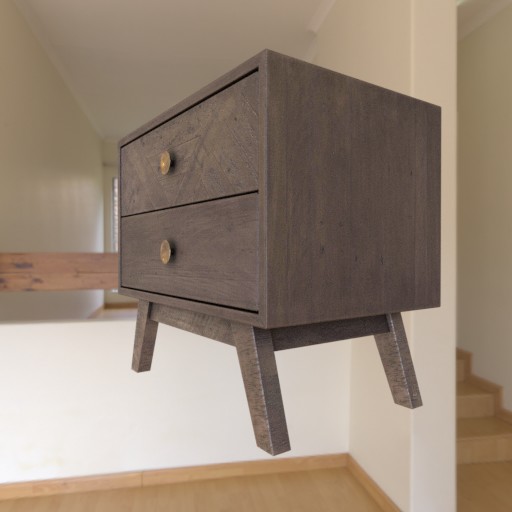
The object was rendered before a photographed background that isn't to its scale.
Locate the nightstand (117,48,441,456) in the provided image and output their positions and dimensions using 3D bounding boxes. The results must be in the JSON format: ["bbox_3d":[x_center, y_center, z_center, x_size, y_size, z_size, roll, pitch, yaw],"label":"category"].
[{"bbox_3d":[0.000,0.000,1.022,0.450,0.599,0.650,0,1,-35],"label":"nightstand"}]
